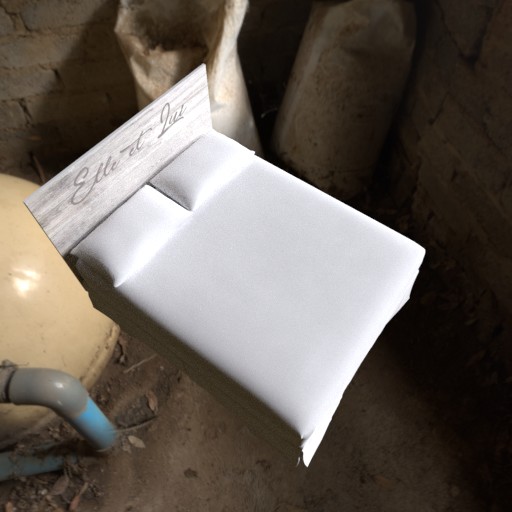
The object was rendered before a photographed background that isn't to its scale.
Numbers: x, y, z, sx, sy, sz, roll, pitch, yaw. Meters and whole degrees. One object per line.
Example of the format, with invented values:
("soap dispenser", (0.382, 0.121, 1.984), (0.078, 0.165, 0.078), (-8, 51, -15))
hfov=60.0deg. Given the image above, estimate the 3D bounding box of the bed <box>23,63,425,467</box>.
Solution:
("bed", (0.000, 0.000, 3.137), (2.094, 1.335, 1.745), (32, 63, 18))
